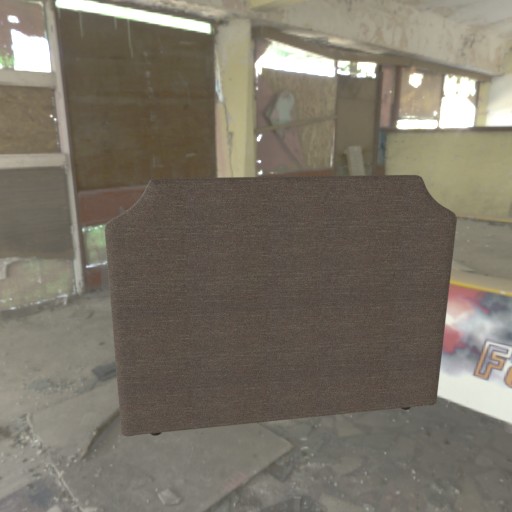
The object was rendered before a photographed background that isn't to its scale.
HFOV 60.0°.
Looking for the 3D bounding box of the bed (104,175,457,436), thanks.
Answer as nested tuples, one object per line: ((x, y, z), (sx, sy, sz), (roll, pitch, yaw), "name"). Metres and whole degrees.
((0.000, 0.000, 3.160), (1.693, 1.290, 2.116), (-2, 15, -9), "bed")
